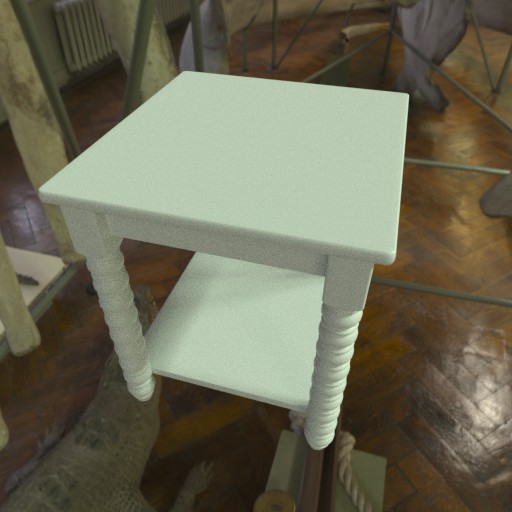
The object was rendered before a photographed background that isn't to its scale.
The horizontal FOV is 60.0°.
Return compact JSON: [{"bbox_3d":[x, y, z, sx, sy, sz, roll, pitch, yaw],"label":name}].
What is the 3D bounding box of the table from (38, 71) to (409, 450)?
[{"bbox_3d":[0.000,0.000,0.951,0.500,0.563,0.533,11,42,12],"label":"table"}]
